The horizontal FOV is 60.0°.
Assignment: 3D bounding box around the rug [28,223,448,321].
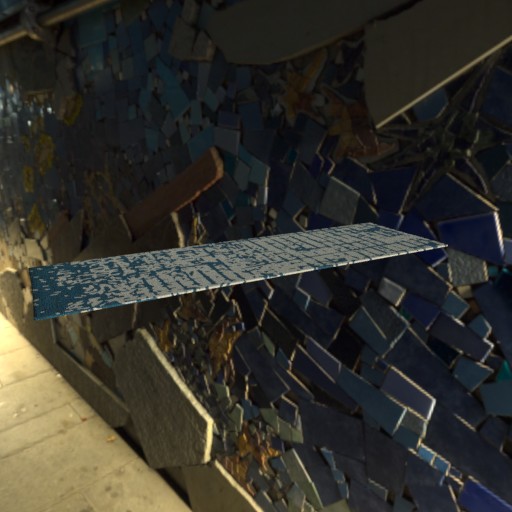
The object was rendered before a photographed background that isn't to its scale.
[{"bbox_3d":[0.000,0.000,2.661,2.435,0.011,0.750,-9,19,-26],"label":"rug"}]
